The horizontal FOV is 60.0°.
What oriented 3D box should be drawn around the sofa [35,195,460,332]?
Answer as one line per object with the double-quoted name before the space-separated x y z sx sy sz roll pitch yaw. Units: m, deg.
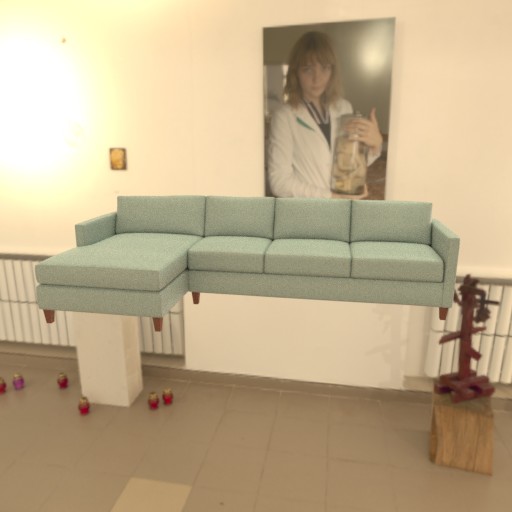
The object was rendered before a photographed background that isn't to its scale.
"sofa" 0.000 0.000 4.099 3.470 0.953 1.600 3 15 10
